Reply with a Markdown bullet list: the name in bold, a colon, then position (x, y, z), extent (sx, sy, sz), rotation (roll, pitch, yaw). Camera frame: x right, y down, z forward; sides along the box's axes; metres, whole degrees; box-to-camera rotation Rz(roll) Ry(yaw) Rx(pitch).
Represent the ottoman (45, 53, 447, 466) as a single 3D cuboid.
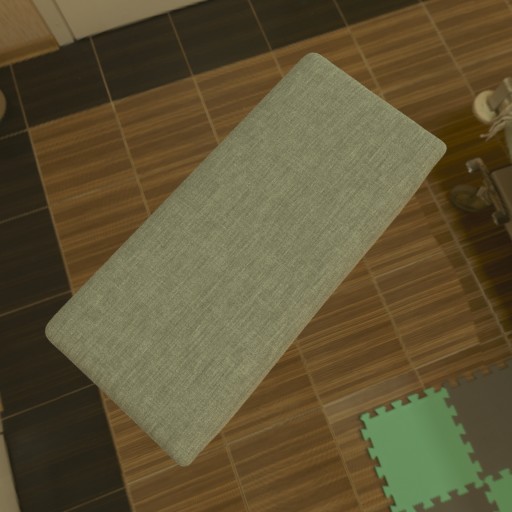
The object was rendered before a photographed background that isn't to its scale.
- **ottoman**: position (0.000, 0.000, 1.127), extent (0.419, 0.432, 0.902), rotation (40, 79, 9)
